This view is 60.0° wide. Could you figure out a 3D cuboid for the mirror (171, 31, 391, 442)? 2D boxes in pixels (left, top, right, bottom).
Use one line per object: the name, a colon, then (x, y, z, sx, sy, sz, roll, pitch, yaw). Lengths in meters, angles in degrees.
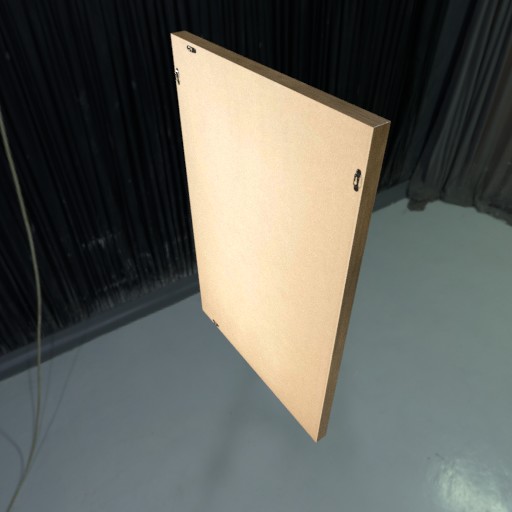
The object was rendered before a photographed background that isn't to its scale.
mirror: (0.000, 0.000, 1.116, 0.041, 0.915, 0.609, -25, 47, -26)
